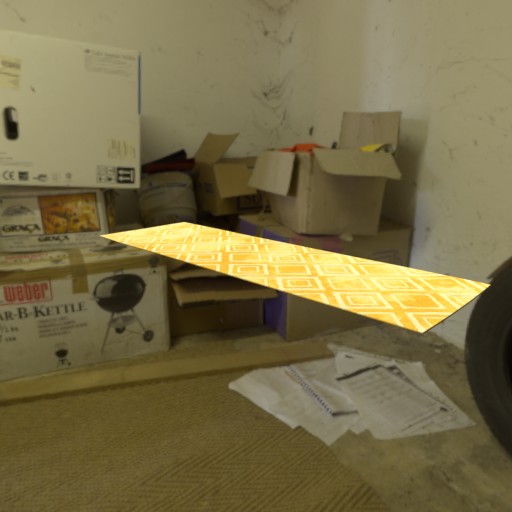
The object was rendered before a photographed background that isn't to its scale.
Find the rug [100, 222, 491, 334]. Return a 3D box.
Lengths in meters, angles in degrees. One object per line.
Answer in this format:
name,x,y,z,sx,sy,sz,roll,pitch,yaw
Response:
rug,0.000,0.000,2.694,2.438,0.010,0.775,14,20,42
